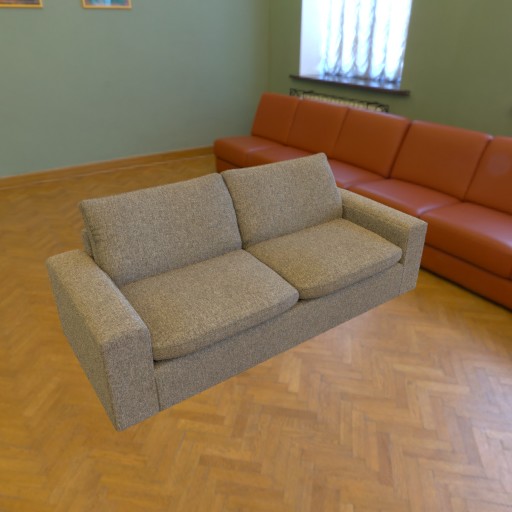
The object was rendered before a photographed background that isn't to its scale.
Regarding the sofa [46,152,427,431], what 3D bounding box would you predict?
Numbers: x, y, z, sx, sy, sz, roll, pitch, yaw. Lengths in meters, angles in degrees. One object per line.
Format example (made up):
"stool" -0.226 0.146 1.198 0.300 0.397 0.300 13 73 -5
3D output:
"sofa" 0.000 0.000 2.858 2.299 0.922 1.040 -18 33 -31
